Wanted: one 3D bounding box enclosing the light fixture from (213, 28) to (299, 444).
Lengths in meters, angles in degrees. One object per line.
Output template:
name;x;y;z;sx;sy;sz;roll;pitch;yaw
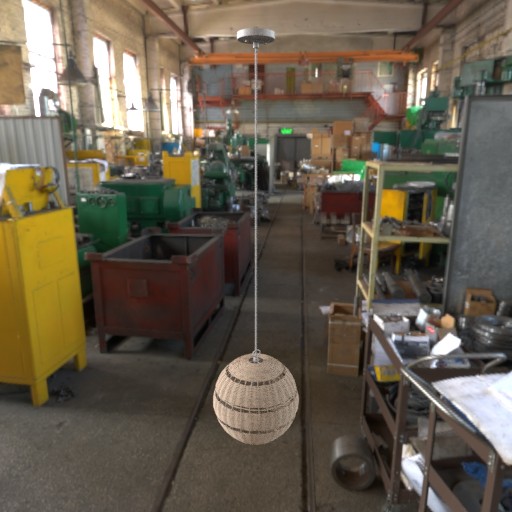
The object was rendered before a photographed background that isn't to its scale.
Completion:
light fixture;0.000;0.000;2.189;0.457;2.019;0.457;-7;16;-27
